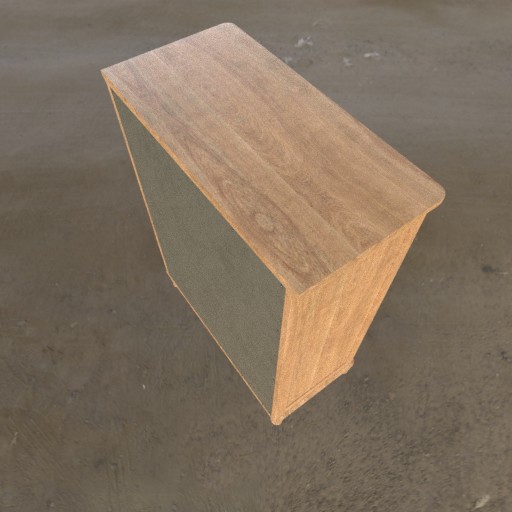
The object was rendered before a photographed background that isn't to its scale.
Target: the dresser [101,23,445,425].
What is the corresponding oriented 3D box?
[{"bbox_3d":[0.000,0.000,1.779,0.484,1.318,0.973,-31,62,-19],"label":"dresser"}]
